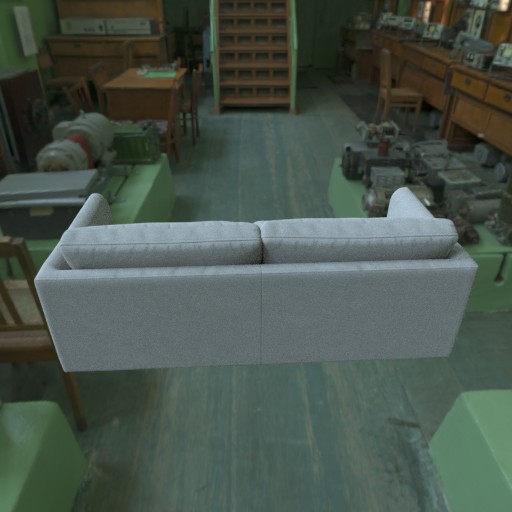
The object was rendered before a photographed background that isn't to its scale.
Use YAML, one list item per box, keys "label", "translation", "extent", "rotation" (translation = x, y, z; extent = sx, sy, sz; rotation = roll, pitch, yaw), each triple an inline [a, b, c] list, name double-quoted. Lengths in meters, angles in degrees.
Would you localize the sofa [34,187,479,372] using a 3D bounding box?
- label: "sofa"
  translation: [0.000, 0.000, 2.779]
  extent: [2.588, 0.838, 1.090]
  rotation: [-2, 31, -3]
